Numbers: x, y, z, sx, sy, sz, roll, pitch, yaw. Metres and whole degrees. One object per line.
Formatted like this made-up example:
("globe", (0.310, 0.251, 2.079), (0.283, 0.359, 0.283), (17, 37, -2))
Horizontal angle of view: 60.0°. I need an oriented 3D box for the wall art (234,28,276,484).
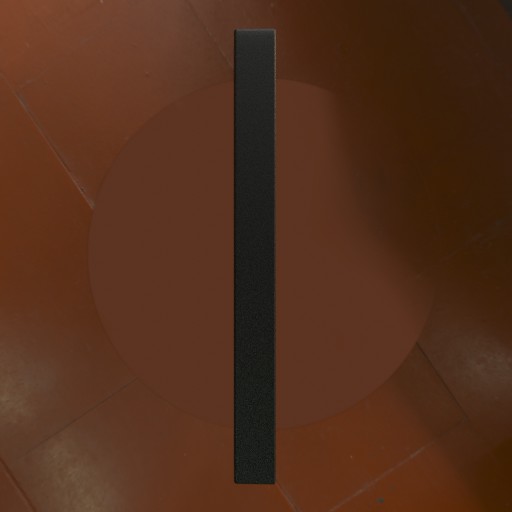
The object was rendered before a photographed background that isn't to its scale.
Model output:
("wall art", (0.000, 0.000, 0.595), (0.041, 0.407, 0.406), (0, 90, 1))
